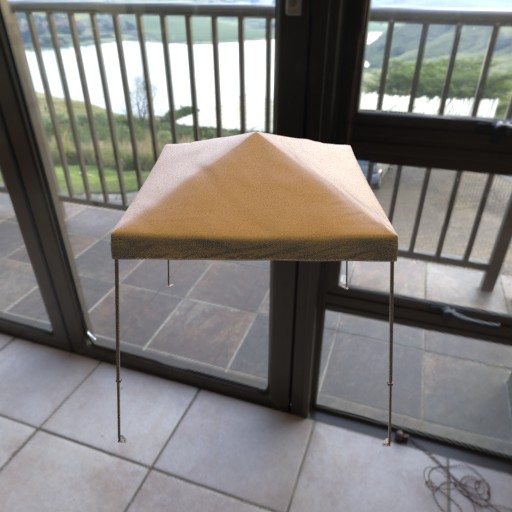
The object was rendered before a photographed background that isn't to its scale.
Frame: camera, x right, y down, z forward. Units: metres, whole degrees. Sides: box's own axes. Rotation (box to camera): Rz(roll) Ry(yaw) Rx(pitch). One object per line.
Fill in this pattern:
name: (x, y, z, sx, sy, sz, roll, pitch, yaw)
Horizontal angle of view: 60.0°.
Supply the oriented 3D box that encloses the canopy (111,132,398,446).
canopy: (0.000, 0.000, 5.076, 2.848, 2.849, 2.849, 0, 32, 1)
